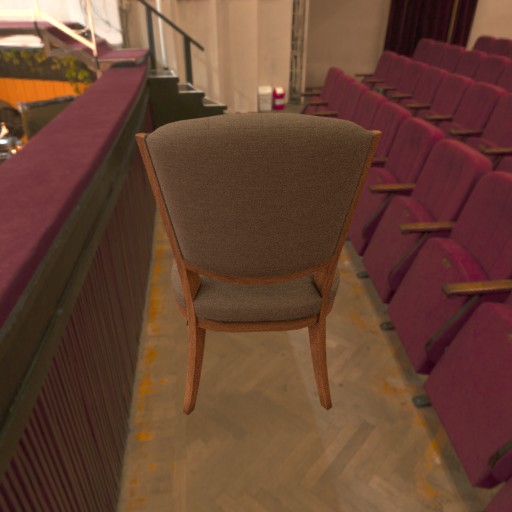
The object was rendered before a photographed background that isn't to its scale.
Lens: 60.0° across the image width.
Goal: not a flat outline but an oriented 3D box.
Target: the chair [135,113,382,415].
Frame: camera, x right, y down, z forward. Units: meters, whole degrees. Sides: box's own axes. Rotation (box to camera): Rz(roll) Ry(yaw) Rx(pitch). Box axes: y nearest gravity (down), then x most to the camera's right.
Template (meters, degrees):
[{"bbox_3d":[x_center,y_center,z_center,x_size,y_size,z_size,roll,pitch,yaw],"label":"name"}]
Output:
[{"bbox_3d":[0.000,0.000,1.268,0.513,0.905,0.584,-1,30,-2],"label":"chair"}]
